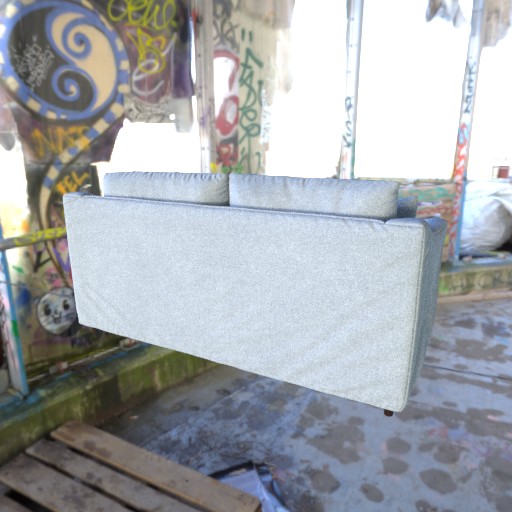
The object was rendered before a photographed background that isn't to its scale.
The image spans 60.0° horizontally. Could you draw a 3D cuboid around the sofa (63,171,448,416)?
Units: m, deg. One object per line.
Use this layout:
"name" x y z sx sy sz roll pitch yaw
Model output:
"sofa" 0.000 0.000 2.645 2.010 1.018 1.072 8 17 27
